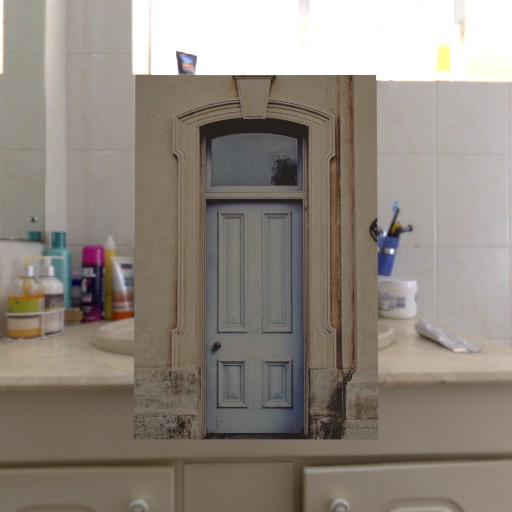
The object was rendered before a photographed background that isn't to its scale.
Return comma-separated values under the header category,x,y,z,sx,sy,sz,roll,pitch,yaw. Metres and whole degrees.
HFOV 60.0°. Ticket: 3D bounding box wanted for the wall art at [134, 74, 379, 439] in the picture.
category,x,y,z,sx,sy,sz,roll,pitch,yaw
wall art,0.000,0.000,0.481,0.254,0.381,0.038,0,-1,0
